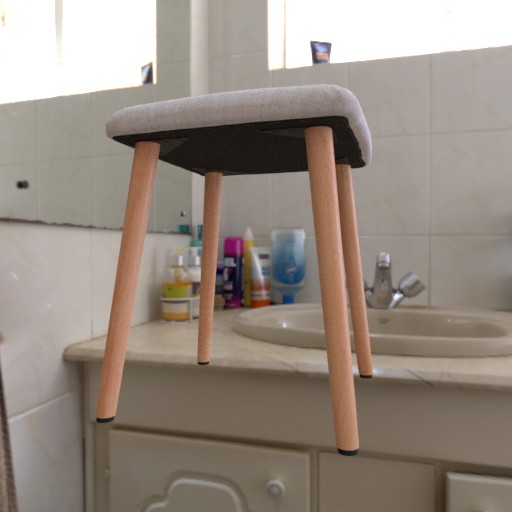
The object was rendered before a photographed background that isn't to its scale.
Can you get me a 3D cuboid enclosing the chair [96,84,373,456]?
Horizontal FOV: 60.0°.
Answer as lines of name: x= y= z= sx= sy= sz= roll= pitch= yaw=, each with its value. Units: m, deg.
chair: x=0.000 y=0.000 z=0.697 sx=0.350 sy=0.440 sz=0.350 roll=0 pitch=0 yaw=17
